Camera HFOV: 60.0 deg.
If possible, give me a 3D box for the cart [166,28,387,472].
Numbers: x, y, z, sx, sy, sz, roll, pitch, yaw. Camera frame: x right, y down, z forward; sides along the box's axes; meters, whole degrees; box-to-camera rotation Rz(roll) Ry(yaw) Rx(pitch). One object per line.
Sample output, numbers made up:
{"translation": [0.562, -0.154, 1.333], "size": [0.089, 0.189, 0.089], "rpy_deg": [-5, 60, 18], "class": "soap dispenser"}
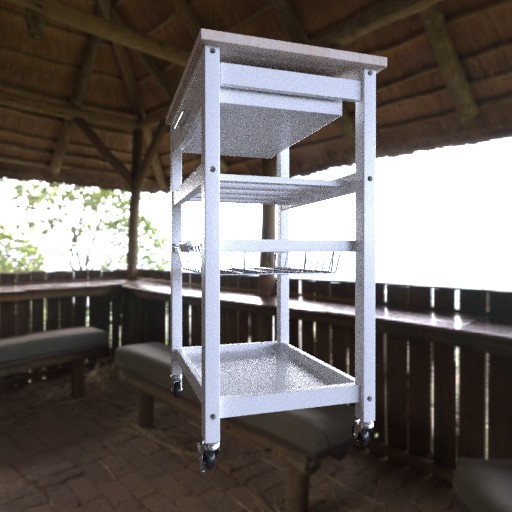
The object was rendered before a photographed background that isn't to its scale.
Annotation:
{"translation": [0.000, 0.000, 1.168], "size": [0.406, 0.857, 0.578], "rpy_deg": [0, 0, -18], "class": "cart"}
